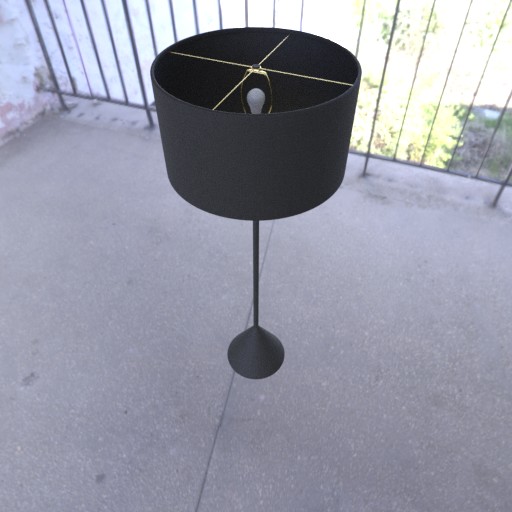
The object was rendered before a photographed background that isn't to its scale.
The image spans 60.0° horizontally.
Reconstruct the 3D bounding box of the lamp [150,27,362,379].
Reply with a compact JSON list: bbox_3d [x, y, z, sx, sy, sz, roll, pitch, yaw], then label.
[{"bbox_3d":[0.000,0.000,1.772,0.580,1.526,0.580,17,48,16],"label":"lamp"}]
